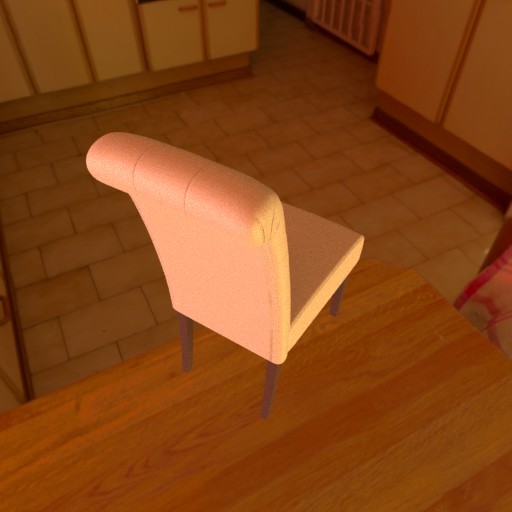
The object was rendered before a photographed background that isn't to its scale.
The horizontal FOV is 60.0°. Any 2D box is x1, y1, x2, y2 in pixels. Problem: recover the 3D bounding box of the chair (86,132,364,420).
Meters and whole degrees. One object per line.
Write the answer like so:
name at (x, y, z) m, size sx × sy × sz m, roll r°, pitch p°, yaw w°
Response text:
chair at (0.000, 0.000, 1.331) m, size 0.456 × 1.006 × 0.671 m, roll 24°, pitch 51°, yaw 21°
